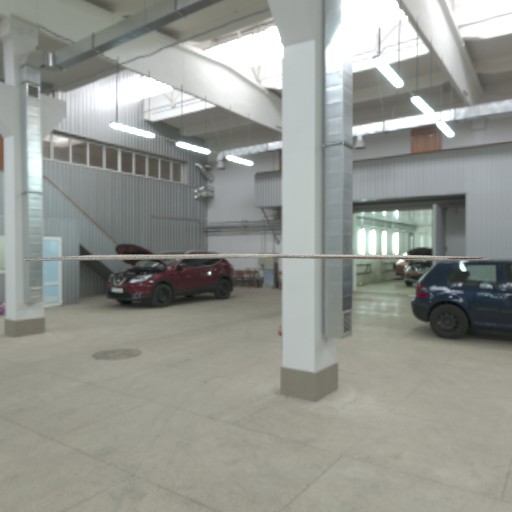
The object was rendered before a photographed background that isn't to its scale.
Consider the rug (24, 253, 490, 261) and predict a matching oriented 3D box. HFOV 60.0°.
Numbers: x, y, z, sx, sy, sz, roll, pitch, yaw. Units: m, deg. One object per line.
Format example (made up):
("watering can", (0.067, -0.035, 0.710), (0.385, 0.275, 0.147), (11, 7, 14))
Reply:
("rug", (0.000, 0.000, 4.232), (3.202, 0.045, 2.434), (0, 1, 0))
